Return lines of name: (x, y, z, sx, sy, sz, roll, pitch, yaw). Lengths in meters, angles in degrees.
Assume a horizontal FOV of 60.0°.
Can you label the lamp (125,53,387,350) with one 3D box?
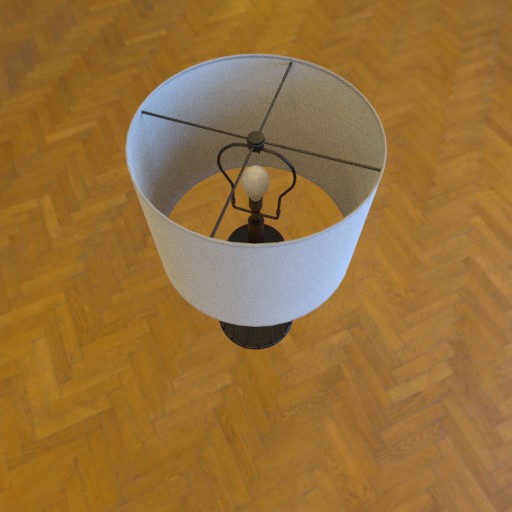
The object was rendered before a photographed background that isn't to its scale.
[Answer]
lamp: (0.000, 0.000, 0.806, 0.322, 0.593, 0.322, 16, 61, 9)
